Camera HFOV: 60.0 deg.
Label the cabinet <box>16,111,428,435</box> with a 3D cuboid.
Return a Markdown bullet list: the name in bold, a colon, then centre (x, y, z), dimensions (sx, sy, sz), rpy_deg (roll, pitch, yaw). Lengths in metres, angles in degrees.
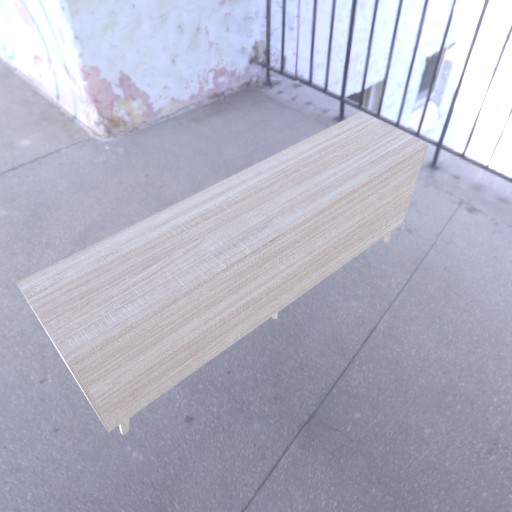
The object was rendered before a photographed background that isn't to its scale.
- **cabinet**: centre (0.000, 0.000, 2.490), dimensions (2.200, 0.780, 0.500), rpy_deg (-32, 54, -27)
